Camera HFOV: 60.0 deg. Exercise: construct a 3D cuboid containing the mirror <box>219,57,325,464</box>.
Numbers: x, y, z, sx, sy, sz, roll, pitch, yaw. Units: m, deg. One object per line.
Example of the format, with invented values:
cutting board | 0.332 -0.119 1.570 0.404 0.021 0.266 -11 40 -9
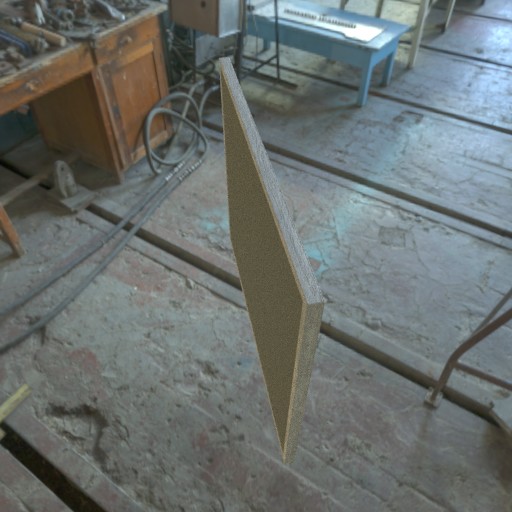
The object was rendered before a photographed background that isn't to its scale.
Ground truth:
mirror | 0.000 0.000 1.167 0.028 0.689 0.839 -9 48 -8
